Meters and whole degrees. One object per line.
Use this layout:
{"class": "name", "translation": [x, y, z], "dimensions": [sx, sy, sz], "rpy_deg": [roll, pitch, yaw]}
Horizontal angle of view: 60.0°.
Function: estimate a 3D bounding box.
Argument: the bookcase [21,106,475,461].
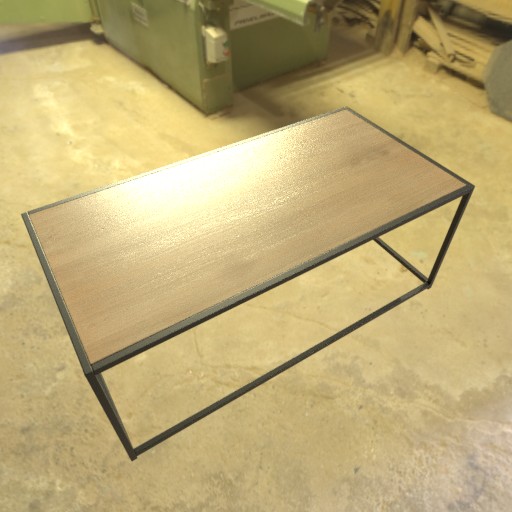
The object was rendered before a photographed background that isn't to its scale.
{"class": "bookcase", "translation": [0.000, 0.000, 1.226], "dimensions": [1.000, 0.400, 0.500], "rpy_deg": [-24, 50, -22]}
